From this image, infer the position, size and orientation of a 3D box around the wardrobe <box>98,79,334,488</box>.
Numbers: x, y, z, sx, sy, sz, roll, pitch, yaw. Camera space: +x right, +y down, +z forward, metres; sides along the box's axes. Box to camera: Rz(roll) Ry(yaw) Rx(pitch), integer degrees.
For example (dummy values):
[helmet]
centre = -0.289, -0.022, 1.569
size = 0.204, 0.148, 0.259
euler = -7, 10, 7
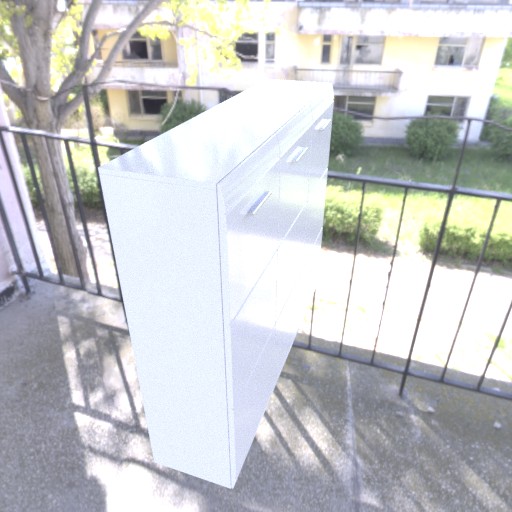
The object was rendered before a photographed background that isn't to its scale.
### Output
[wardrobe]
centre = 0.000, 0.000, 1.899
size = 0.360, 1.200, 1.340
euler = 10, 33, 17
